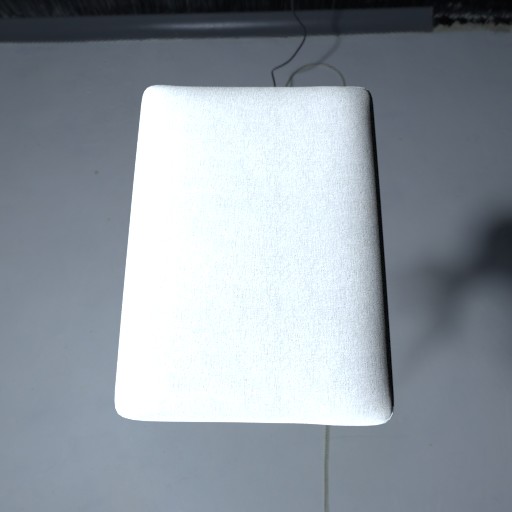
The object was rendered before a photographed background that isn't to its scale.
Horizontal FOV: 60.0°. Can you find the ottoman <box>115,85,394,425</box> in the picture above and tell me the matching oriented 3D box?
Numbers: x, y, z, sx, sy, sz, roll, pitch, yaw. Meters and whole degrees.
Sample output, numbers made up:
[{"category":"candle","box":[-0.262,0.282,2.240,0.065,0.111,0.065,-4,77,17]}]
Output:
[{"category":"ottoman","box":[0.000,0.000,1.077,0.549,0.428,0.749,1,74,0]}]
